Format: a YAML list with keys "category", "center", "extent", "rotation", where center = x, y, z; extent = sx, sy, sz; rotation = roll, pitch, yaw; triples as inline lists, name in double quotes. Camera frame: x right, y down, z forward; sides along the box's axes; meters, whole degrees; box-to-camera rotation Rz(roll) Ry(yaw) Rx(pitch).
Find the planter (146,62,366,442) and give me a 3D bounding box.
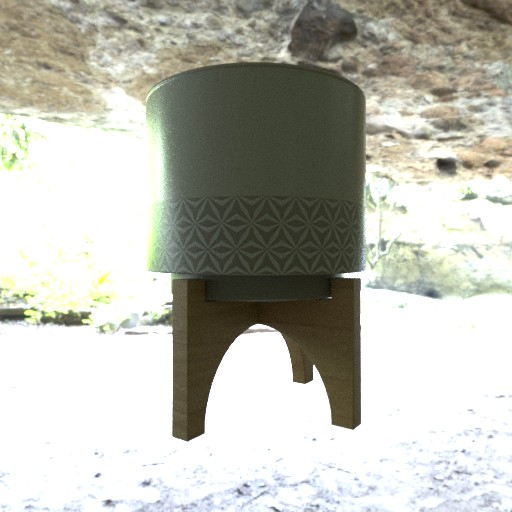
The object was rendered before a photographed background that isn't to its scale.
- category: "planter"
  center: [0.000, 0.000, 0.390]
  extent: [0.188, 0.260, 0.188]
  rotation: [0, 0, 0]
